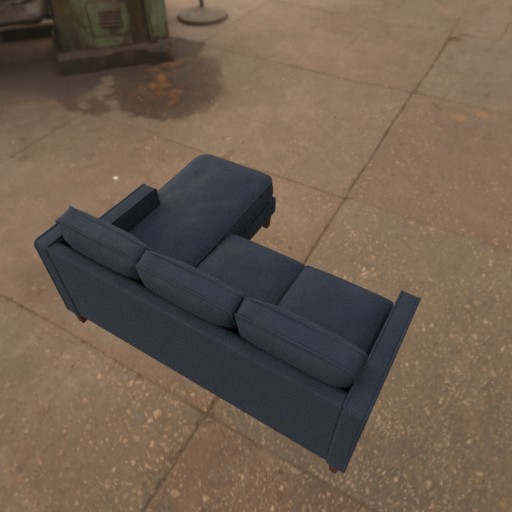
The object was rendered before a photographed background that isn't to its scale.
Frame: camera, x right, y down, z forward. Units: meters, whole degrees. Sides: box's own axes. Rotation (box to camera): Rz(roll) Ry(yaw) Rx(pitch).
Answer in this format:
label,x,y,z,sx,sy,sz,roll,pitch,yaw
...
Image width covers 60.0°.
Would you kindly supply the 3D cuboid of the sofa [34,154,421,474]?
label,x,y,z,sx,sy,sz,roll,pitch,yaw
sofa,0.000,0.000,3.253,2.317,1.066,1.858,24,51,21
